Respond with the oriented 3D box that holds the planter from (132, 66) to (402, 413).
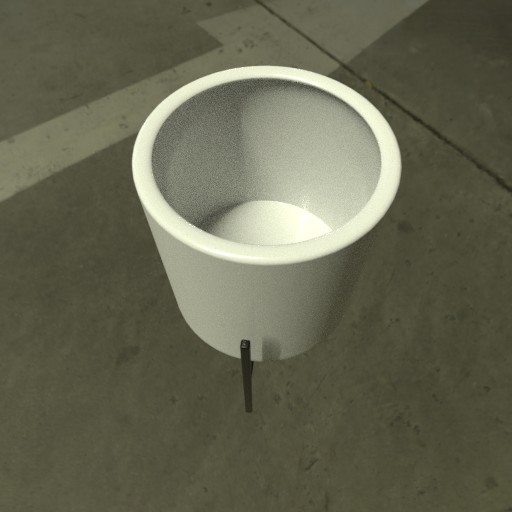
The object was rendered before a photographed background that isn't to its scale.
[{"bbox_3d":[0.000,0.000,0.514,0.239,0.356,0.239,31,63,17],"label":"planter"}]
